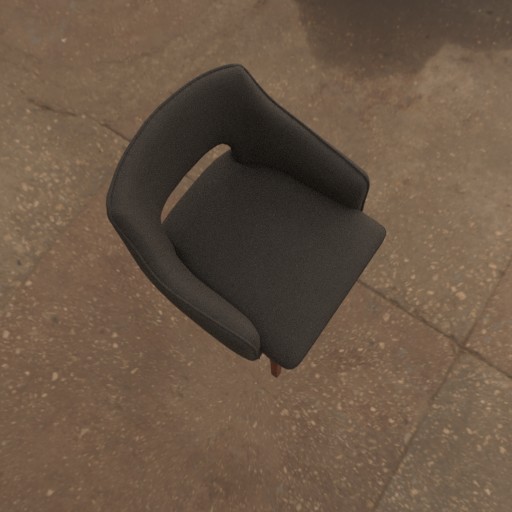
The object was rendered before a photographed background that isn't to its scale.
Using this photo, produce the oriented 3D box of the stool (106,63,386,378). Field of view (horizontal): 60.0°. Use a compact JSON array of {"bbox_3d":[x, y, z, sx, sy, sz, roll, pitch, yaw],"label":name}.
[{"bbox_3d":[0.000,0.000,1.343,0.558,1.012,0.548,35,77,9],"label":"stool"}]
